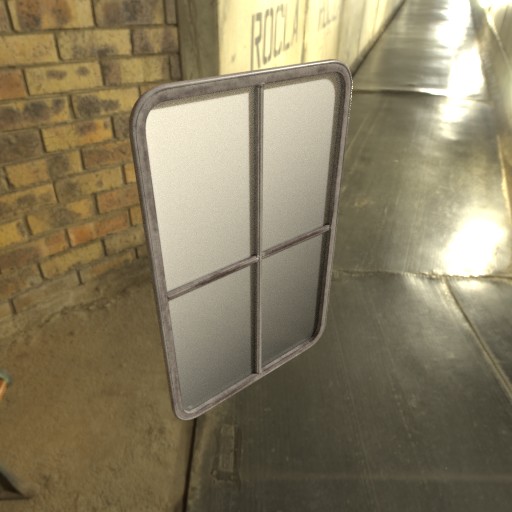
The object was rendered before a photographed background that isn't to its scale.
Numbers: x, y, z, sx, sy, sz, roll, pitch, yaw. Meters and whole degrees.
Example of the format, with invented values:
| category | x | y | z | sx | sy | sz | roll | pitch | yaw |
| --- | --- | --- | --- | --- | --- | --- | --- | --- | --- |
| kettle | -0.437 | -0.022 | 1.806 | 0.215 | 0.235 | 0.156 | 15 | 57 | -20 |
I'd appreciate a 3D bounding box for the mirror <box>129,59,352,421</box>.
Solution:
| category | x | y | z | sx | sy | sz | roll | pitch | yaw |
| --- | --- | --- | --- | --- | --- | --- | --- | --- | --- |
| mirror | 0.000 | 0.000 | 0.904 | 0.461 | 0.713 | 0.024 | -23 | 39 | -32 |
